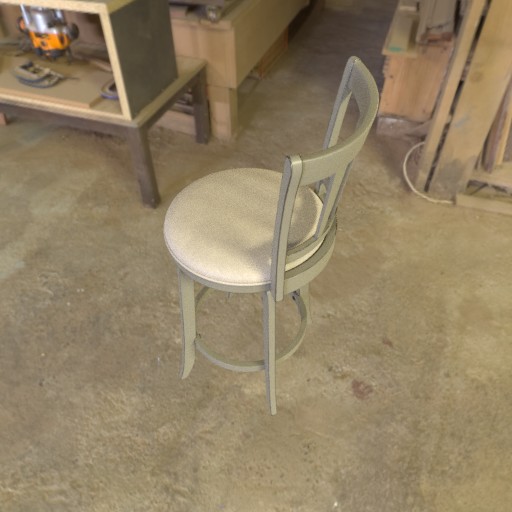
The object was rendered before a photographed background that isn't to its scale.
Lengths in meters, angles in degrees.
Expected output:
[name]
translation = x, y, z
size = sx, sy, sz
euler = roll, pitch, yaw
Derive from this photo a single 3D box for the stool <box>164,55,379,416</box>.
[stool]
translation = 0.000, 0.000, 1.249
size = 0.486, 0.994, 0.450
euler = 17, 49, 15
